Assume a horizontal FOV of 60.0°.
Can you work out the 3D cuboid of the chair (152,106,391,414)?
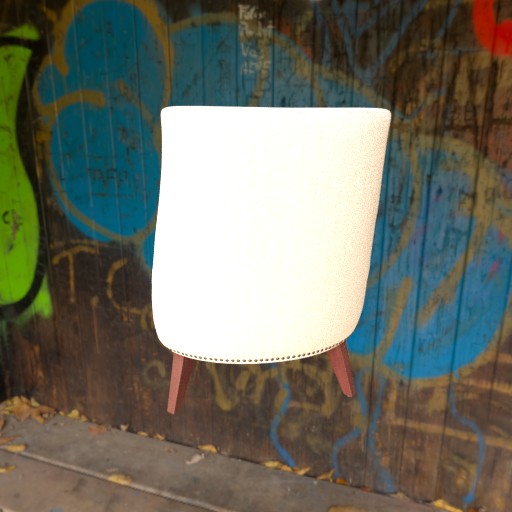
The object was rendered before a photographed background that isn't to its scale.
[{"bbox_3d":[0.000,0.000,1.488,0.701,0.909,0.861,-2,15,-9],"label":"chair"}]
